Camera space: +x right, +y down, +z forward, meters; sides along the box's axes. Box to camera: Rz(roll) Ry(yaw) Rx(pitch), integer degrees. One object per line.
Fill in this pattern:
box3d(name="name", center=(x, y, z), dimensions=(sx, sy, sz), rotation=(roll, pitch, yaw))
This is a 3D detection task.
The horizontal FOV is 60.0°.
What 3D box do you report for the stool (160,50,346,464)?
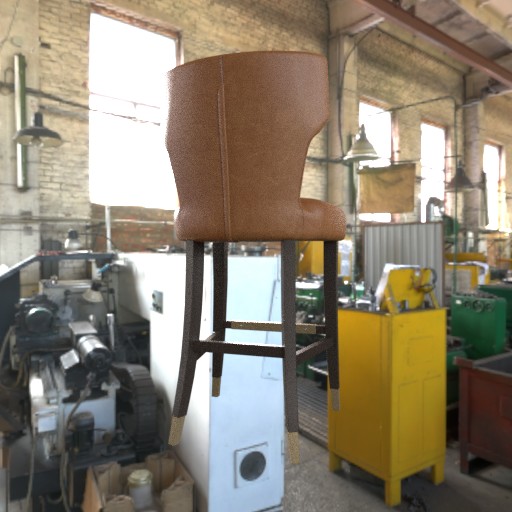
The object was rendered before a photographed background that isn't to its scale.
box3d(name="stool", center=(0.000, 0.000, 1.432), dimensions=(0.526, 1.092, 0.563), rotation=(0, 1, 18))
